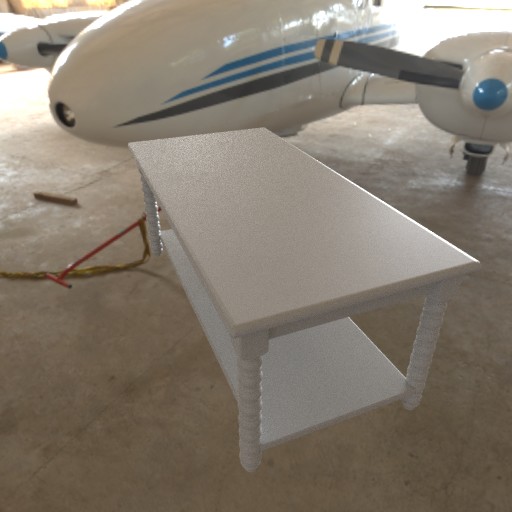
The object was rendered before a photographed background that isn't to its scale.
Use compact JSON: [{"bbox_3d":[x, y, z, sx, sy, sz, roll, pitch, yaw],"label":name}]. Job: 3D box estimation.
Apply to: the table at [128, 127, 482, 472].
[{"bbox_3d":[0.000,0.000,1.442,0.580,0.487,1.171,-12,33,-19],"label":"table"}]
